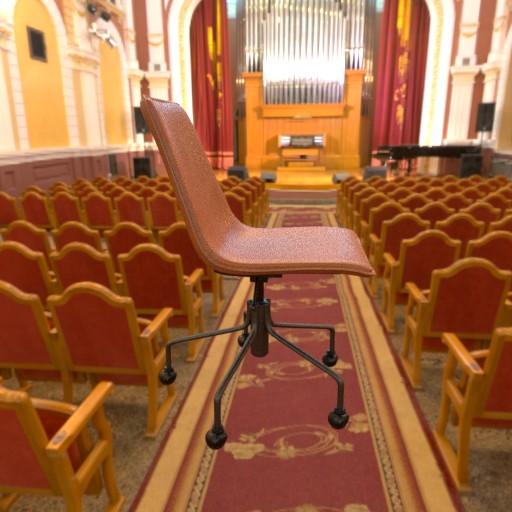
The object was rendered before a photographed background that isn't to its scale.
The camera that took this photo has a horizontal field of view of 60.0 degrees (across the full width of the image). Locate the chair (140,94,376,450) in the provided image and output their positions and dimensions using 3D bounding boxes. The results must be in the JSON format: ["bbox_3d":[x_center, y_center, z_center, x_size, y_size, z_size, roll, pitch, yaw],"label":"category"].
[{"bbox_3d":[0.000,0.000,1.360,0.660,0.920,0.651,2,16,6],"label":"chair"}]
